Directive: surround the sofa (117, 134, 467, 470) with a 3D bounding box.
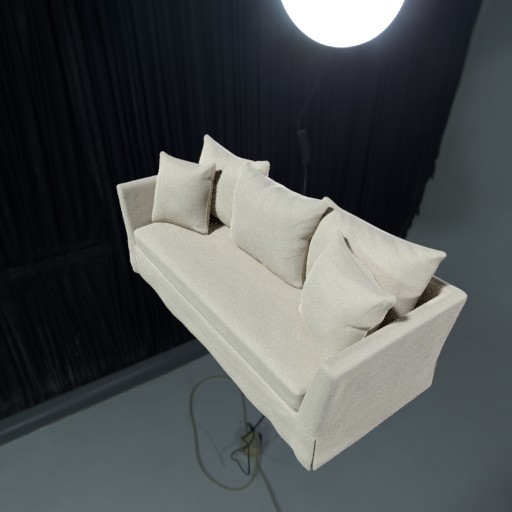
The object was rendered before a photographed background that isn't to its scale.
[{"bbox_3d":[0.000,0.000,3.058,1.046,1.047,2.499,-21,37,-30],"label":"sofa"}]
